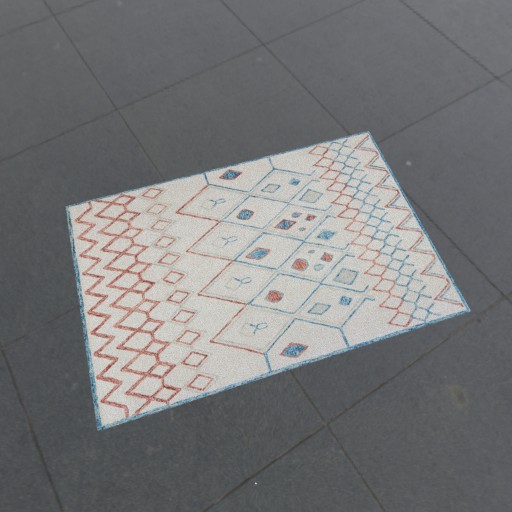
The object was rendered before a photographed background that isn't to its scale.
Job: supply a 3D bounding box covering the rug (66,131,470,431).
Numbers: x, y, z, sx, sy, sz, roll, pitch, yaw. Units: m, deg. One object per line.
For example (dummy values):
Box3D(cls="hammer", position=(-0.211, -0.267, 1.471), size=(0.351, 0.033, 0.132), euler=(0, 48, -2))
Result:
Box3D(cls="rug", position=(0.000, 0.000, 2.318), size=(1.829, 0.016, 1.219), euler=(-16, 64, -8))
